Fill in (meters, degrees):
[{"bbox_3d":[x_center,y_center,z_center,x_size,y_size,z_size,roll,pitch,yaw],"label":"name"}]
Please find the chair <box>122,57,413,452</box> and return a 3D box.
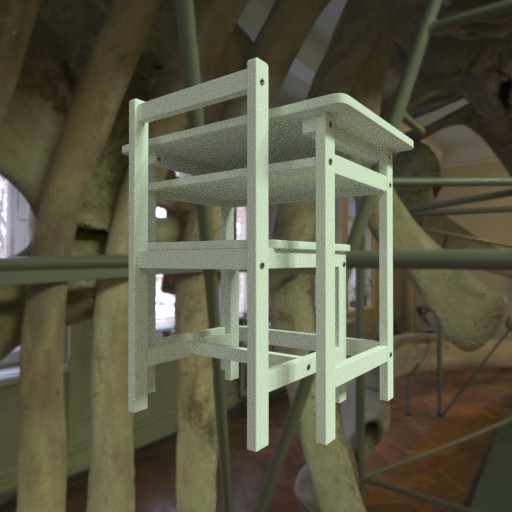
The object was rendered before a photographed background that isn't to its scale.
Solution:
[{"bbox_3d":[0.000,0.000,1.038,0.599,0.673,0.461,0,-1,37],"label":"chair"}]
